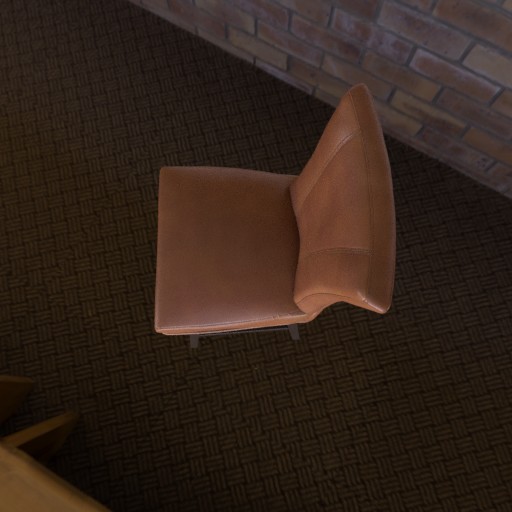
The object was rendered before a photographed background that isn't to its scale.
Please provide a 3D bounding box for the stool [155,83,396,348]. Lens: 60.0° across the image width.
[{"bbox_3d":[0.000,0.000,1.432,0.585,1.094,0.522,-1,76,0],"label":"stool"}]
